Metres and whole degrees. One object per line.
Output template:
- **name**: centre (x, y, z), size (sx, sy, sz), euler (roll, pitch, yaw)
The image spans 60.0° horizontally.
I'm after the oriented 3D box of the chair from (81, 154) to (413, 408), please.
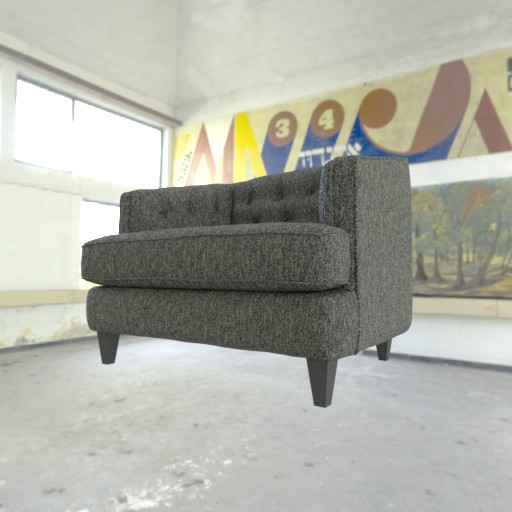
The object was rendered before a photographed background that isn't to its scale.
- **chair**: centre (0.000, 0.000, 1.785), size (1.104, 0.852, 0.941), euler (-1, -2, 36)
